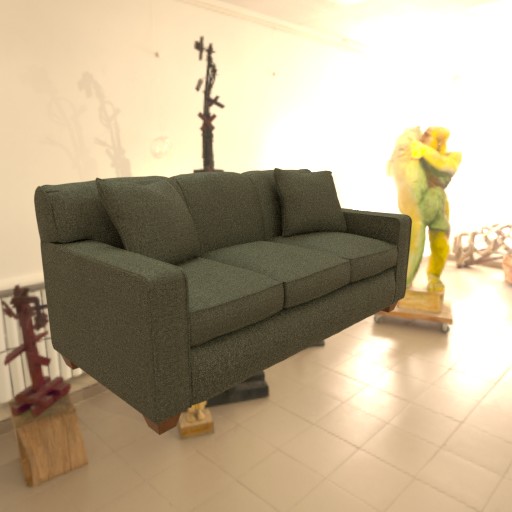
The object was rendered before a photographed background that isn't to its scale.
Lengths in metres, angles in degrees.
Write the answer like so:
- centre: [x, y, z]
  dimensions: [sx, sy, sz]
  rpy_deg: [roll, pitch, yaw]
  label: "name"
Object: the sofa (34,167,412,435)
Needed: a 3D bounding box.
- centre: [0.000, 0.000, 2.549]
  dimensions: [0.997, 0.958, 2.024]
  rpy_deg: [13, 19, 42]
  label: "sofa"
